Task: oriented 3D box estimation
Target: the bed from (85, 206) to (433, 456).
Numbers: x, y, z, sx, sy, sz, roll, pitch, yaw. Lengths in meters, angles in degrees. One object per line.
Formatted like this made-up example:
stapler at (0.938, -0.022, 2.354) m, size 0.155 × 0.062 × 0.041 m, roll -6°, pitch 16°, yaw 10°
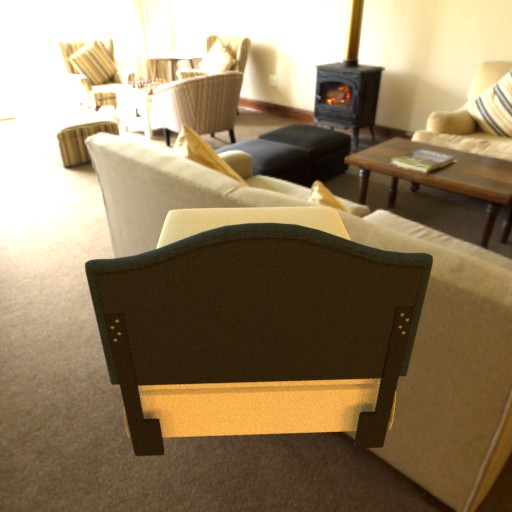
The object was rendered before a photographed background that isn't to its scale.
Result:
bed at (0.000, 0.000, 3.253) m, size 1.713 × 1.518 × 2.153 m, roll -1°, pitch 30°, yaw -2°
